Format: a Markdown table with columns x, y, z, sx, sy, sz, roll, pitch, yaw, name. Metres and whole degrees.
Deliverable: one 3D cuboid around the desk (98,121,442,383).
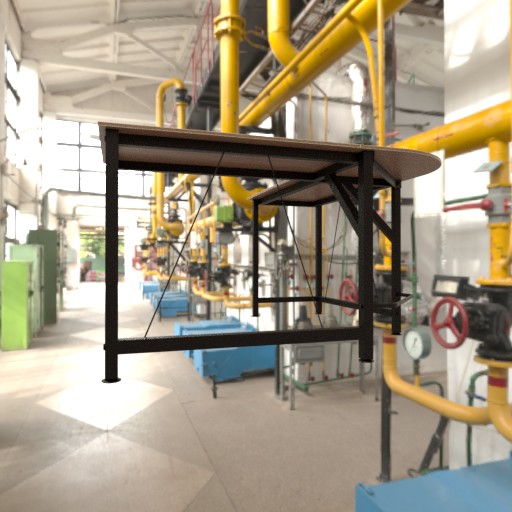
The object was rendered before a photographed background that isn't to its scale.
| x | y | z | sx | sy | sz | roll | pitch | yaw | name |
| --- | --- | --- | --- | --- | --- | --- | --- | --- | --- |
| 0.000 | 0.000 | 2.153 | 1.400 | 0.762 | 1.400 | 0 | -1 | -18 | desk |
